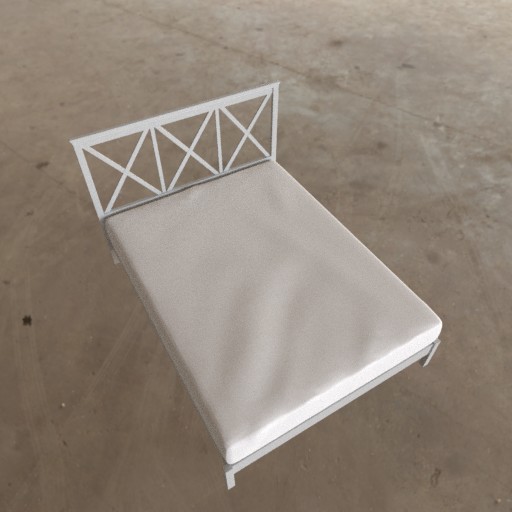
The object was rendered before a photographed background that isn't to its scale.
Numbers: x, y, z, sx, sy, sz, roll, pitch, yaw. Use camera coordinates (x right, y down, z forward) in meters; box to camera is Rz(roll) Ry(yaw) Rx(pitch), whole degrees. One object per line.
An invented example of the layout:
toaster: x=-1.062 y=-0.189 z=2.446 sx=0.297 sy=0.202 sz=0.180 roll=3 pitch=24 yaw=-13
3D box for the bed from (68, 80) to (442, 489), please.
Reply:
bed: x=0.000 y=0.000 z=3.105 sx=1.673 sy=1.253 sz=2.135 roll=-24 pitch=52 yaw=-20
